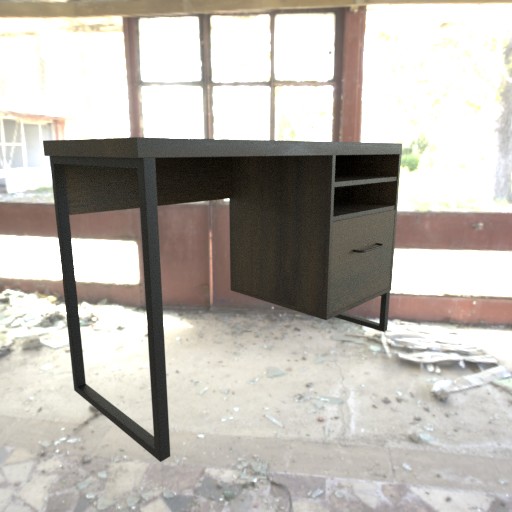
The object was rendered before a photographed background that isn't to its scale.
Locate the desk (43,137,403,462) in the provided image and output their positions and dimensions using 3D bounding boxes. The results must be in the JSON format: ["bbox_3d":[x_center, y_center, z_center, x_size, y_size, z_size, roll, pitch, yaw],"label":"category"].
[{"bbox_3d":[0.000,0.000,1.510,0.511,0.752,1.134,13,18,43],"label":"desk"}]
